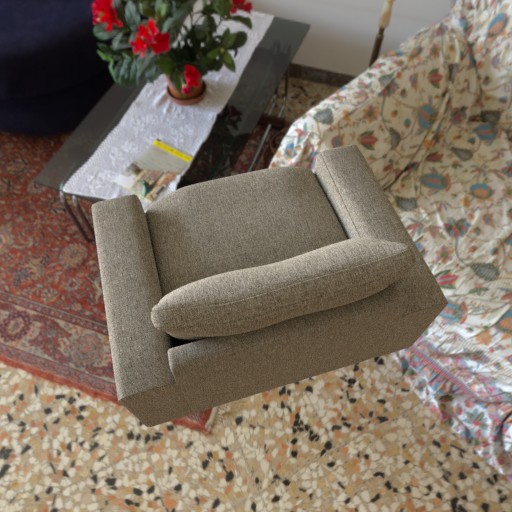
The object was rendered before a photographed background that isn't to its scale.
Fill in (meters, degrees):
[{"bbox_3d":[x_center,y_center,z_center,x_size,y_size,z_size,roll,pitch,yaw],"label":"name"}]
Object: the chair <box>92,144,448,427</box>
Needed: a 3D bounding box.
[{"bbox_3d":[0.000,0.000,2.104,1.398,0.915,1.039,-15,60,-9],"label":"chair"}]
